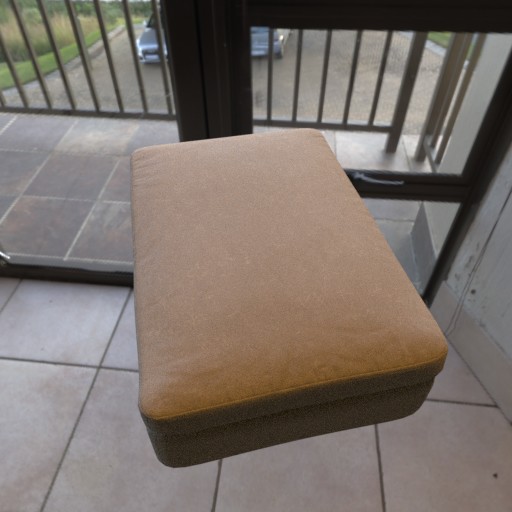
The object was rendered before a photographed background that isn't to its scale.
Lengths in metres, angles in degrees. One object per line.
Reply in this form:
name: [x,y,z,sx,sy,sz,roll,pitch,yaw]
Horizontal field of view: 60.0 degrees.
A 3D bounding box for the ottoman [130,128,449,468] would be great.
ottoman: [0.000,0.000,1.582,0.840,0.429,1.199,-9,47,-9]
